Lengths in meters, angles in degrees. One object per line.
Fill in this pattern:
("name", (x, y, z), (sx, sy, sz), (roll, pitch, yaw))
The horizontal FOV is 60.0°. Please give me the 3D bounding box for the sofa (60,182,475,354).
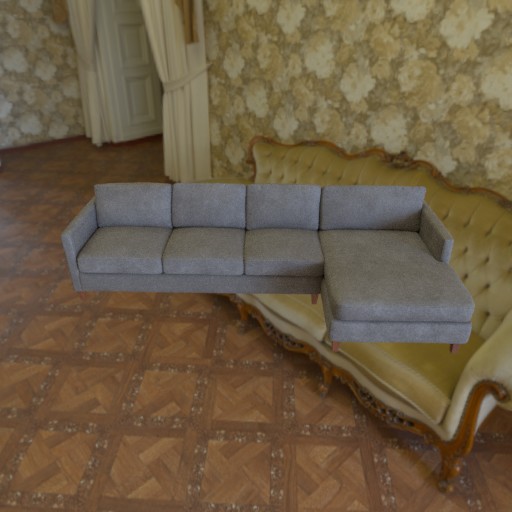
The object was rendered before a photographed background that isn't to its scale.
("sofa", (0.000, 0.000, 4.076), (3.471, 0.950, 1.604), (1, 30, 1))
